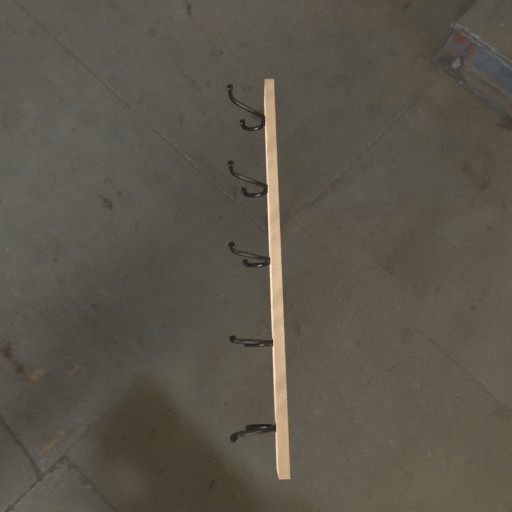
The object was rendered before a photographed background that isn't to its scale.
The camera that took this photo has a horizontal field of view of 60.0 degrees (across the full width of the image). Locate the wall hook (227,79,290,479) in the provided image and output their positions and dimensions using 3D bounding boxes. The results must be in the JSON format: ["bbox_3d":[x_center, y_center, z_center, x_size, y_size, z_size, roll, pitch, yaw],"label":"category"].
[{"bbox_3d":[0.000,0.000,0.621,0.071,0.117,0.571,-1,75,0],"label":"wall hook"}]
